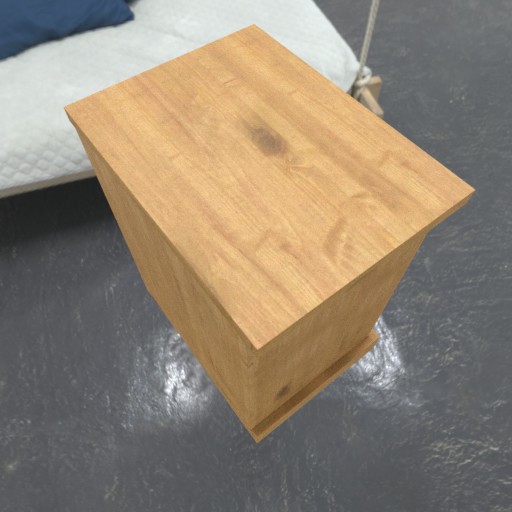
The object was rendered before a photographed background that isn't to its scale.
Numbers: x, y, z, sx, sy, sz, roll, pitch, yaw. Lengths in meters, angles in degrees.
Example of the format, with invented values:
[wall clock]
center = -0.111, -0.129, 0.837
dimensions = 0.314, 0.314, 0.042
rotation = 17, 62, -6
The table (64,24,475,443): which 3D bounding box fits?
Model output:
[table]
center = 0.000, 0.000, 1.204
dimensions = 0.500, 0.813, 0.660
rotation = -33, 64, -19
